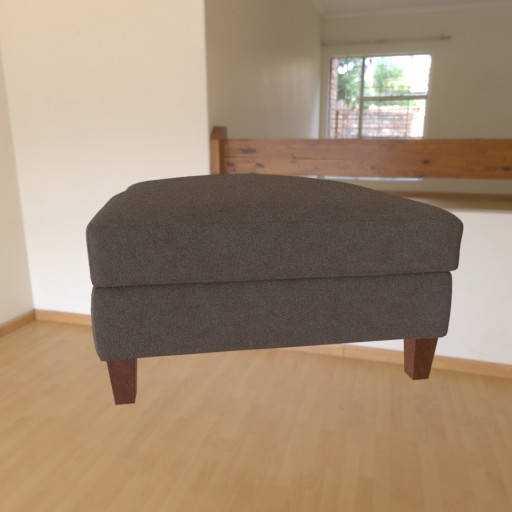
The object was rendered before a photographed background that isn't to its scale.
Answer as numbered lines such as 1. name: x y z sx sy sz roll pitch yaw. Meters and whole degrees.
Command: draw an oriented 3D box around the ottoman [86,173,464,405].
1. ottoman: 0.000 0.000 1.410 0.861 0.482 0.881 -2 15 -8
